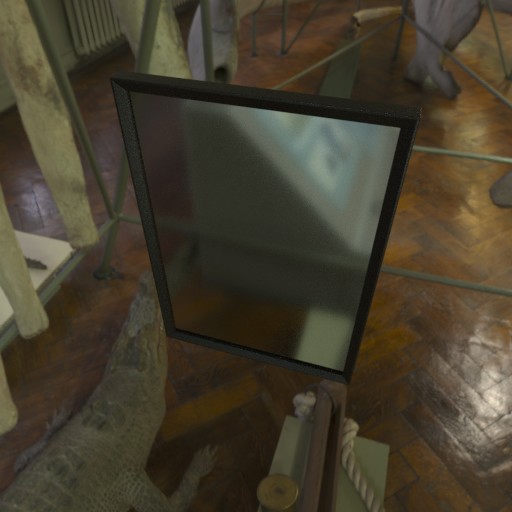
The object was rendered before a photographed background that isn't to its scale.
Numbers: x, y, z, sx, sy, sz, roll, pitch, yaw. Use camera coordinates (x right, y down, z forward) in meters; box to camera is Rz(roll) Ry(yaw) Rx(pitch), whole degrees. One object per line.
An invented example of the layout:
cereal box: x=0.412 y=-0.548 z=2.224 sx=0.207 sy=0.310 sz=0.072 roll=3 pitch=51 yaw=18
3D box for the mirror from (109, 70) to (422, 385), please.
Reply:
mirror: x=0.000 y=0.000 z=0.944 sx=0.507 sy=0.710 sz=0.039 roll=12 pitch=44 yaw=13
